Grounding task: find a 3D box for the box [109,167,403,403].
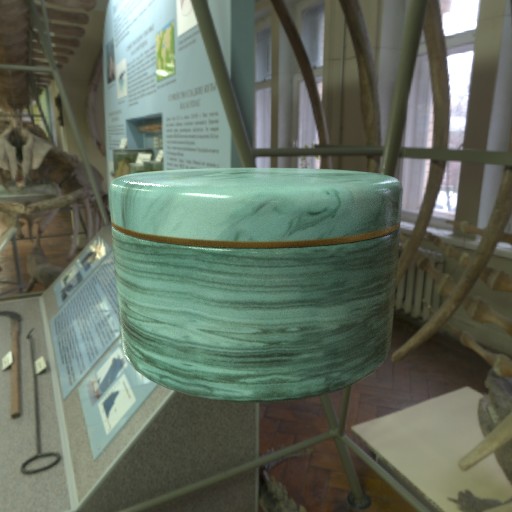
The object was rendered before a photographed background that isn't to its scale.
[{"bbox_3d":[0.000,0.000,0.166,0.101,0.063,0.101,0,14,0],"label":"box"}]
